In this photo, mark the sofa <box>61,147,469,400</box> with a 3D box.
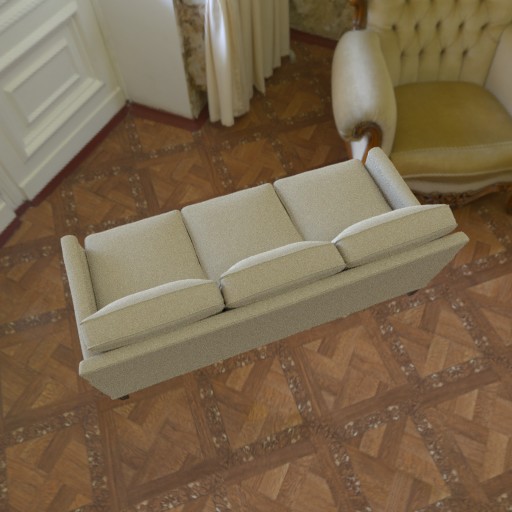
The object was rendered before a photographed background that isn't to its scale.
[{"bbox_3d":[0.000,0.000,2.823,2.246,1.003,1.084,-18,60,-11],"label":"sofa"}]
